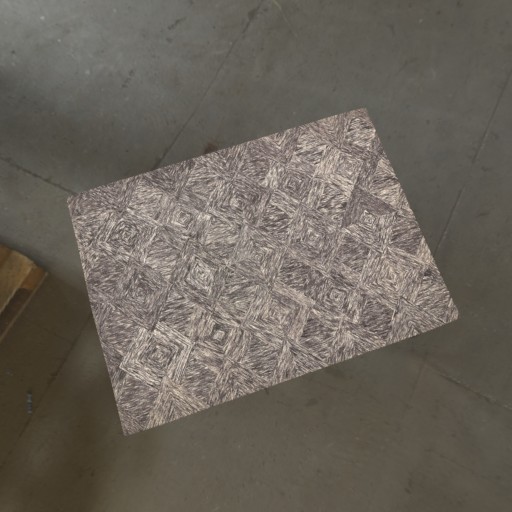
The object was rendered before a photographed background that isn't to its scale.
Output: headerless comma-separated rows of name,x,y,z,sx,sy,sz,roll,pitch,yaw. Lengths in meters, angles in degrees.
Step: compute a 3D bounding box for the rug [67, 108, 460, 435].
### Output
rug,0.000,0.000,5.404,4.093,0.020,2.997,-18,76,-5
